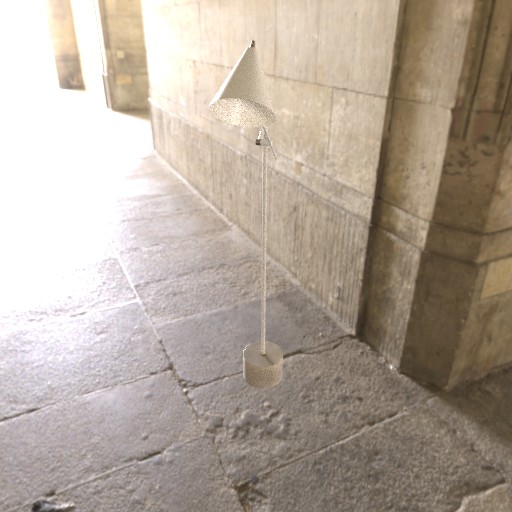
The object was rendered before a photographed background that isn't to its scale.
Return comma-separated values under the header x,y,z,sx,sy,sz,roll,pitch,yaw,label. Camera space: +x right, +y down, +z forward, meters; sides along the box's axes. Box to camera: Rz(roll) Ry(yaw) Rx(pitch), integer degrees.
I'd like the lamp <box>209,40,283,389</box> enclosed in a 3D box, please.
x,y,z,sx,sy,sz,roll,pitch,yaw,label
0.000,0.000,1.630,0.223,1.430,0.508,9,29,16,lamp
